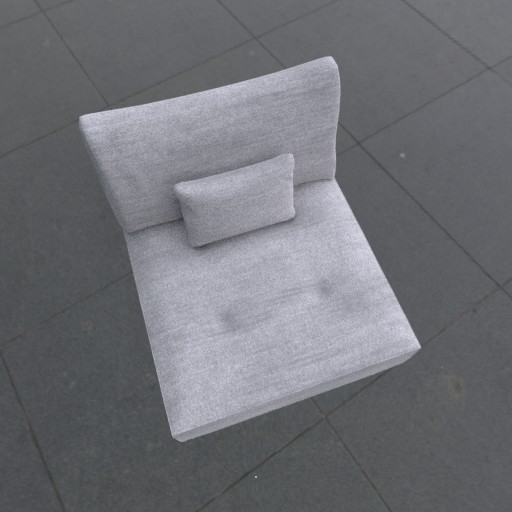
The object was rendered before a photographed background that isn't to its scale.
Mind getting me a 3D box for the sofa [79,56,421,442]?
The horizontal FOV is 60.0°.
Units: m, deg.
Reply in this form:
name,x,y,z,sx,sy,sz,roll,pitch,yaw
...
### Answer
name,x,y,z,sx,sy,sz,roll,pitch,yaw
sofa,0.000,0.000,1.654,0.930,0.820,1.000,-17,65,-8
